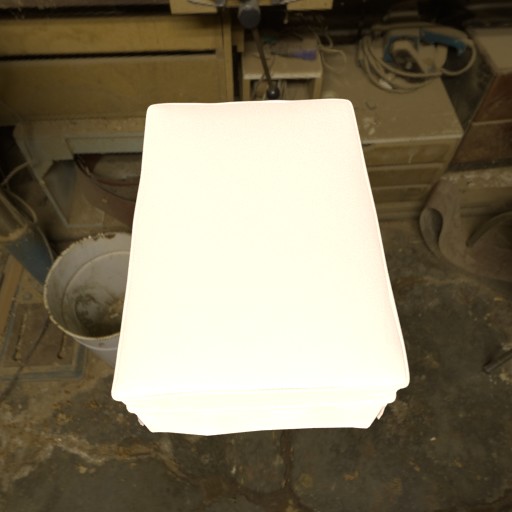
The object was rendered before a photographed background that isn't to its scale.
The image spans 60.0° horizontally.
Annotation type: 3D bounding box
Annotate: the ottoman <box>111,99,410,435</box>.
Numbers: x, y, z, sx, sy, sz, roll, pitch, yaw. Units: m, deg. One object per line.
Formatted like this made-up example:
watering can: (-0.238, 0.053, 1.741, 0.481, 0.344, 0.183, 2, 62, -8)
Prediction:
ottoman: (0.000, 0.000, 1.330, 0.703, 0.479, 0.944, -2, 60, -1)
